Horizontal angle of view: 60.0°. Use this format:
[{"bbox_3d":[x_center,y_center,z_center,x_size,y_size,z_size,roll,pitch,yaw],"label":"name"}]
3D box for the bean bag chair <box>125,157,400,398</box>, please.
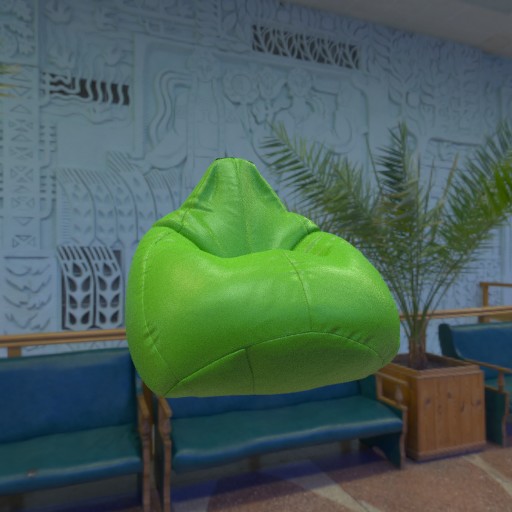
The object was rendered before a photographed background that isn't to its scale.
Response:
[{"bbox_3d":[0.000,0.000,1.884,1.070,0.990,1.070,0,0,-19],"label":"bean bag chair"}]
